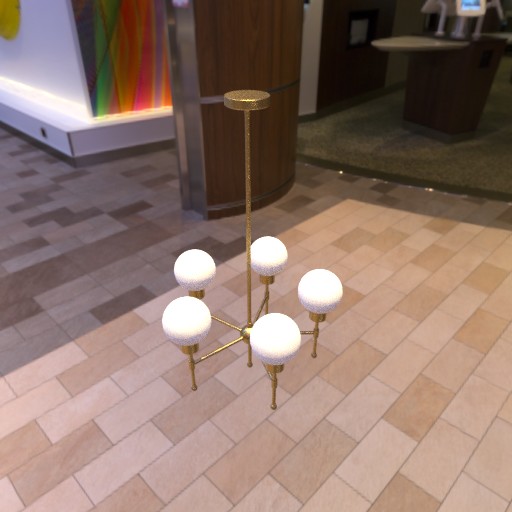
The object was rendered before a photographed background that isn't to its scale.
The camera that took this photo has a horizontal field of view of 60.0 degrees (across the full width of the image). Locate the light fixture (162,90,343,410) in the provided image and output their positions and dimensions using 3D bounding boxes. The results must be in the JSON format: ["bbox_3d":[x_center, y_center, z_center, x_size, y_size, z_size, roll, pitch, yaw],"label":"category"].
[{"bbox_3d":[0.000,0.000,1.906,0.785,1.331,0.815,-1,32,-1],"label":"light fixture"}]
